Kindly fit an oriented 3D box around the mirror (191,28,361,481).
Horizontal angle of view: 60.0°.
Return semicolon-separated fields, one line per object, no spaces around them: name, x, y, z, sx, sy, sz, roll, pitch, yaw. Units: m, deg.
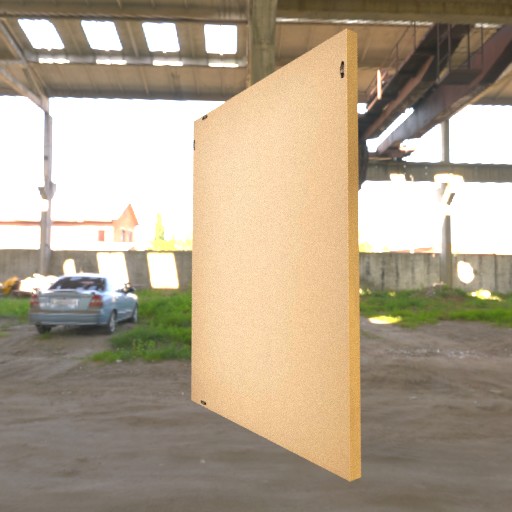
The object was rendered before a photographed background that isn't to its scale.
mirror;0.000;0.000;1.312;0.041;1.016;0.762;2;-3;-35
